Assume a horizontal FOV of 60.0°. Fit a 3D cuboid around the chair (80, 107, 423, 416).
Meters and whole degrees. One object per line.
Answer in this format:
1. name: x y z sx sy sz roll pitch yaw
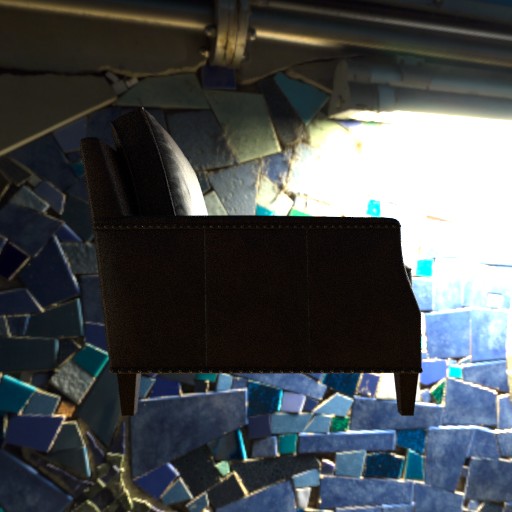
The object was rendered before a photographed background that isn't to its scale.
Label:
1. chair: 0.000 0.000 1.685 1.014 0.929 0.853 0 0 0
